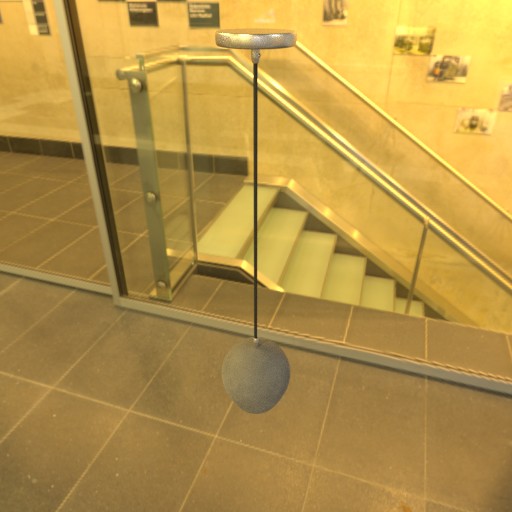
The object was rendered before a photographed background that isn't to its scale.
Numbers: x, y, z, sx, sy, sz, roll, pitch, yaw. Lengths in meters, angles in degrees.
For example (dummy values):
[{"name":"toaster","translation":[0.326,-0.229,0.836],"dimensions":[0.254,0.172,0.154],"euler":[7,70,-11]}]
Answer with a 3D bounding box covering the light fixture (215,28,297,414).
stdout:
[{"name":"light fixture","translation":[0.000,0.000,0.838],"dimensions":[0.153,0.760,0.153],"euler":[0,31,-1]}]
